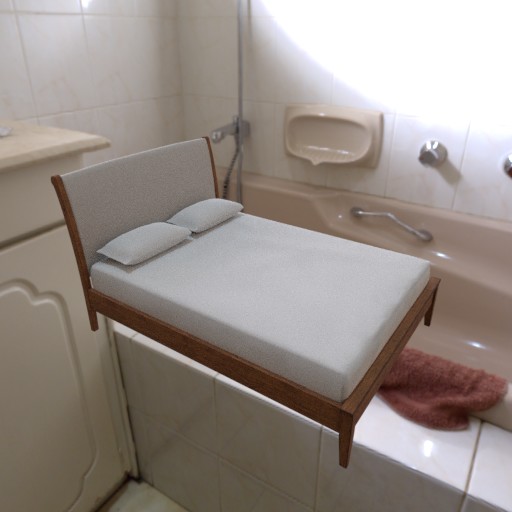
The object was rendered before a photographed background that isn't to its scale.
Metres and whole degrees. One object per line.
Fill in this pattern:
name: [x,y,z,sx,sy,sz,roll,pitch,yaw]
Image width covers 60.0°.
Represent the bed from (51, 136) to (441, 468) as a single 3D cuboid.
bed: [0.000,0.000,2.998,2.108,1.135,1.502,17,31,31]
